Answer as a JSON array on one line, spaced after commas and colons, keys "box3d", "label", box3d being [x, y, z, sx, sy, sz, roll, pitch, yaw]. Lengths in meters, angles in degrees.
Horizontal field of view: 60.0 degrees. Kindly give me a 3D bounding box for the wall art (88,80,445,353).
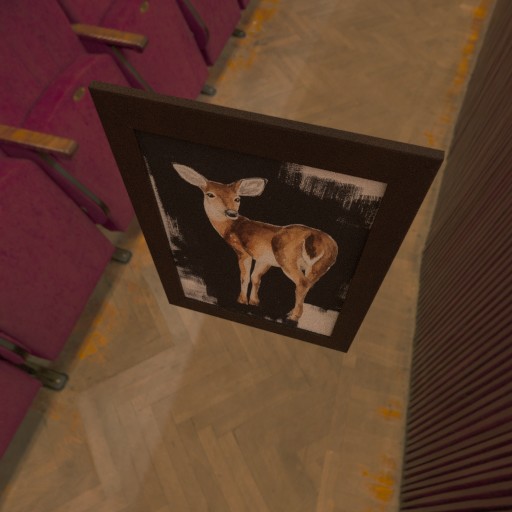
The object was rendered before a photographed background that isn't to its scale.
[{"box3d": [0.000, 0.000, 0.646, 0.359, 0.508, 0.013, 14, 59, 9], "label": "wall art"}]
